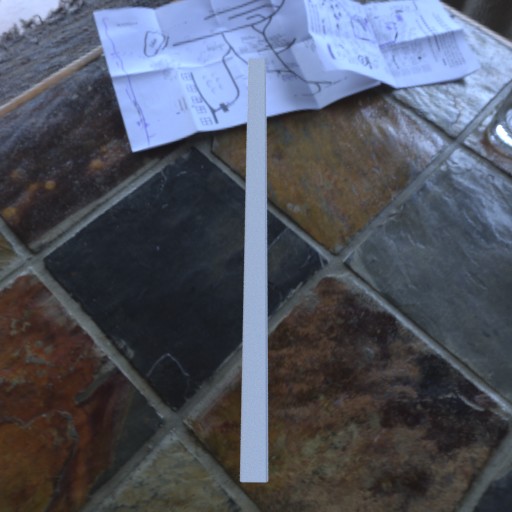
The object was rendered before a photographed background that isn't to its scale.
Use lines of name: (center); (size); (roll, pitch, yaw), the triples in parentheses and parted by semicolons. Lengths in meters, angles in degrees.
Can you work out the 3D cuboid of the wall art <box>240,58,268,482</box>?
wall art: (0.000, 0.000, 0.850); (0.036, 0.256, 0.766); (0, 64, 0)
